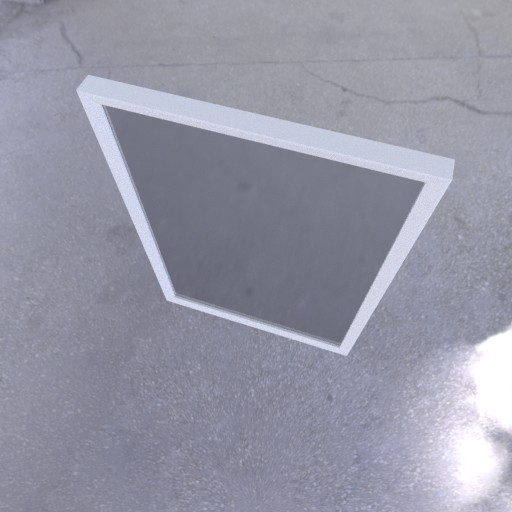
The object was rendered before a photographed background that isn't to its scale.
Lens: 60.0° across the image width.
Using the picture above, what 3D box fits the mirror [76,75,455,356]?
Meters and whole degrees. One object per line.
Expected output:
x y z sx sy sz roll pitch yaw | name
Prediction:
0.000 0.000 0.887 0.507 0.710 0.039 16 62 9 | mirror
